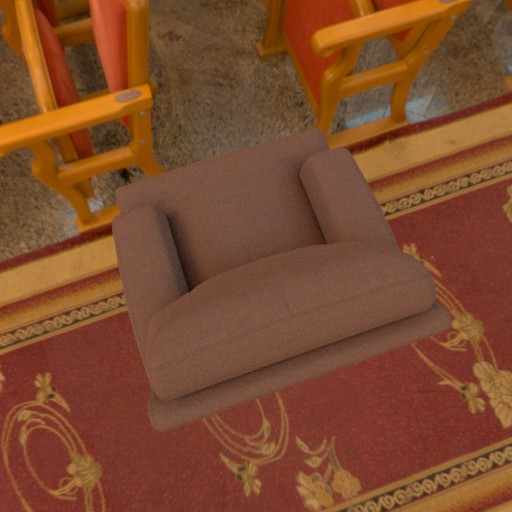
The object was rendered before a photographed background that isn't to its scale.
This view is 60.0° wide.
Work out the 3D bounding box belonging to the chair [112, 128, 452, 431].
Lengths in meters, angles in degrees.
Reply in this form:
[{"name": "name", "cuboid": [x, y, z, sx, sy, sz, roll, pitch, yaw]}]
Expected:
[{"name": "chair", "cuboid": [0.000, 0.000, 1.975, 1.168, 0.940, 1.143, -18, 74, -5]}]
